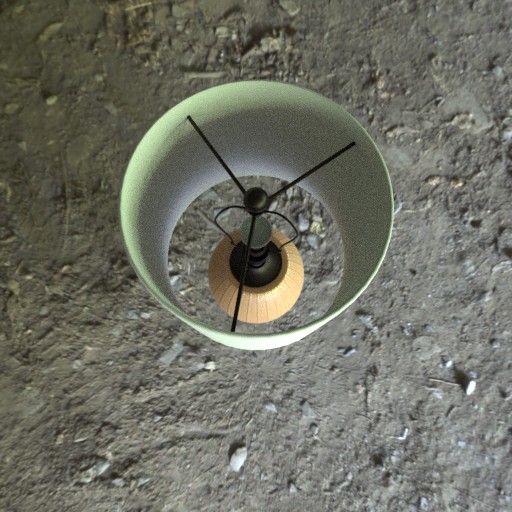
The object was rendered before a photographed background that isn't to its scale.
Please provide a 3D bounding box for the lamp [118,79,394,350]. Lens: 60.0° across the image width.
[{"bbox_3d":[0.000,0.000,0.790,0.329,0.570,0.329,0,76,0],"label":"lamp"}]
